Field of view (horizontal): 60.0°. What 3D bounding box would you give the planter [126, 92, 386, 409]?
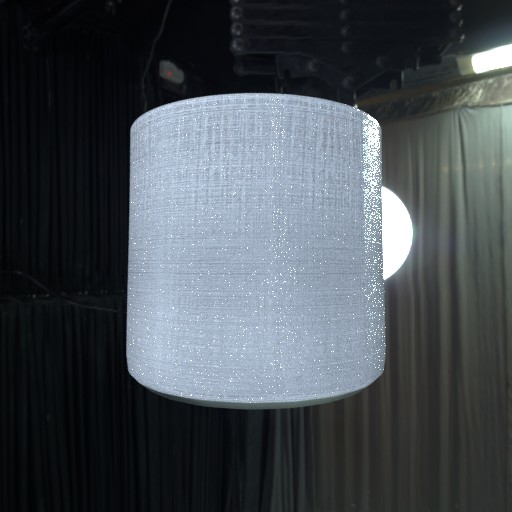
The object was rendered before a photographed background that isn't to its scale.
[{"bbox_3d":[0.000,0.000,0.287,0.160,0.156,0.160,0,-1,0],"label":"planter"}]
